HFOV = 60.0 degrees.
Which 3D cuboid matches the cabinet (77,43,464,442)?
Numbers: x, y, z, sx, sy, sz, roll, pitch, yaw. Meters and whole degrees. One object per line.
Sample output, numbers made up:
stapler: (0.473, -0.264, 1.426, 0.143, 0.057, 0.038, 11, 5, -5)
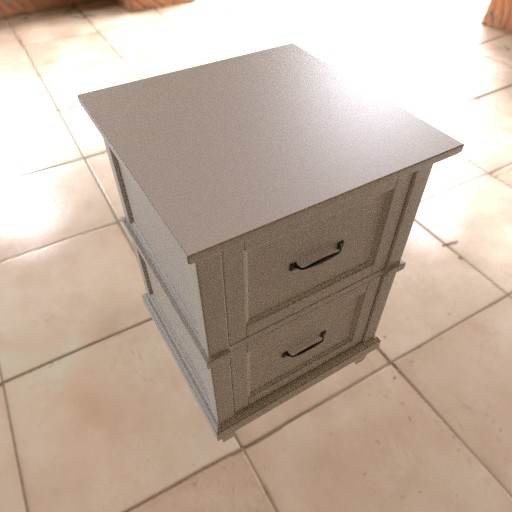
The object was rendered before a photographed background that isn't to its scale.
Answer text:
cabinet: (0.000, 0.000, 1.138, 0.544, 0.775, 0.547, -23, 51, -21)
